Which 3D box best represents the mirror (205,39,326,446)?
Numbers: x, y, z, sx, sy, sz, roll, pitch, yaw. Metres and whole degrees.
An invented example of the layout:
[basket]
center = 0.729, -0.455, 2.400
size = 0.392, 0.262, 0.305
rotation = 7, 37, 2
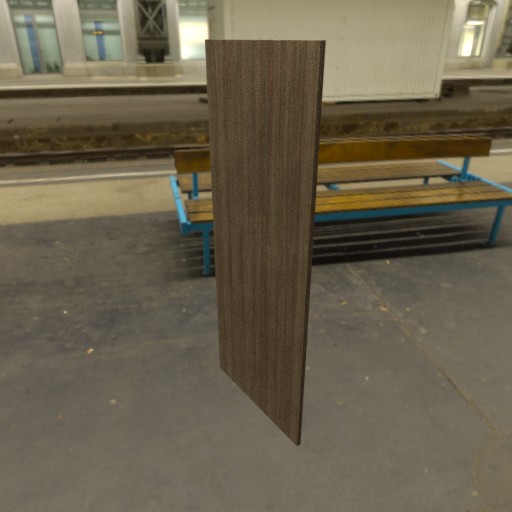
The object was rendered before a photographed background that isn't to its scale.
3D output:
[mirror]
center = 0.000, 0.000, 2.317
size = 0.025, 2.032, 0.812
rotation = -18, 31, -32
